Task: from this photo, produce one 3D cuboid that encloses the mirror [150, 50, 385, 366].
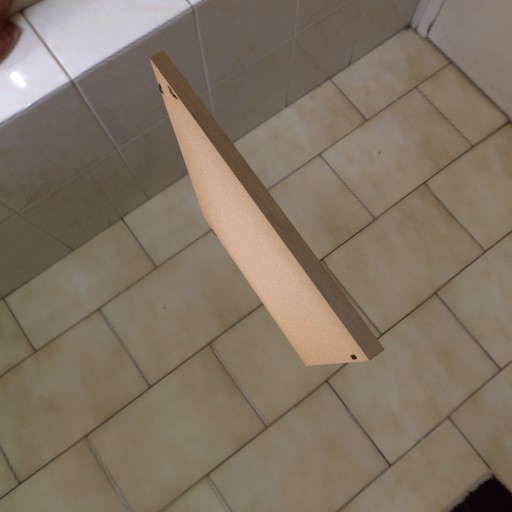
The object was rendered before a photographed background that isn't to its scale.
[{"bbox_3d":[0.000,0.000,1.361,0.040,1.016,0.762,-33,78,-8],"label":"mirror"}]
